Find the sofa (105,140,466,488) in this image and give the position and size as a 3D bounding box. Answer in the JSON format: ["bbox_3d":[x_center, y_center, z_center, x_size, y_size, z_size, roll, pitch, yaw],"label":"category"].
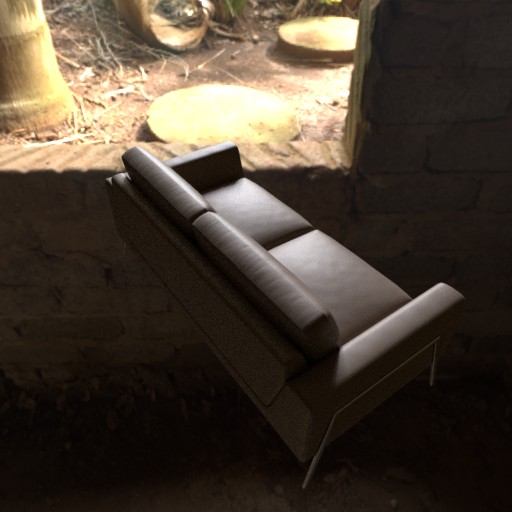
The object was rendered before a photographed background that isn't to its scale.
[{"bbox_3d":[0.000,0.000,2.523,0.953,0.875,2.017,-25,46,-27],"label":"sofa"}]
